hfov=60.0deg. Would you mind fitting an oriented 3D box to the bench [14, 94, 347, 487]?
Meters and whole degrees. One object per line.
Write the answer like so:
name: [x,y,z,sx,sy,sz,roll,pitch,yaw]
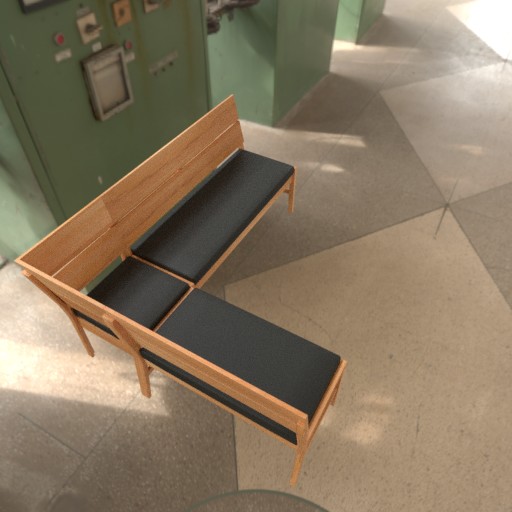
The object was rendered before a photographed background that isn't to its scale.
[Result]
bench: [0.000,0.000,2.754,1.548,0.890,1.948,23,51,20]
